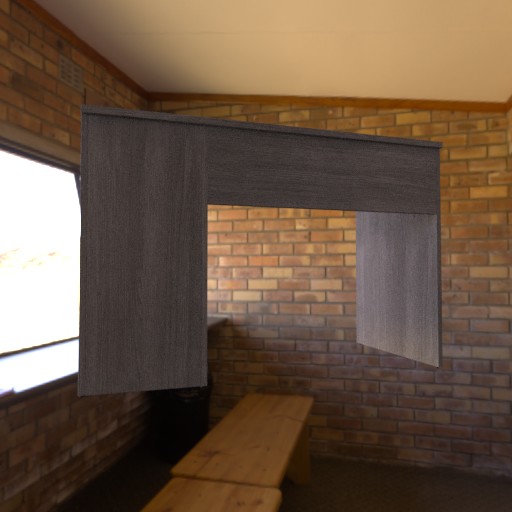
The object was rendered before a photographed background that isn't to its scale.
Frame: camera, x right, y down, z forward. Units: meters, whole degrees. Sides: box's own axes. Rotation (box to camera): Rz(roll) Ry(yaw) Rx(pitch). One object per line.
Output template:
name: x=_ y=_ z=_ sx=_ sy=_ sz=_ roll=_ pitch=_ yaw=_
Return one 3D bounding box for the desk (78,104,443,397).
desk: x=0.000 y=0.000 z=1.532 sx=1.097 sy=0.735 sz=0.560 roll=1 pitch=-2 yaw=-18
